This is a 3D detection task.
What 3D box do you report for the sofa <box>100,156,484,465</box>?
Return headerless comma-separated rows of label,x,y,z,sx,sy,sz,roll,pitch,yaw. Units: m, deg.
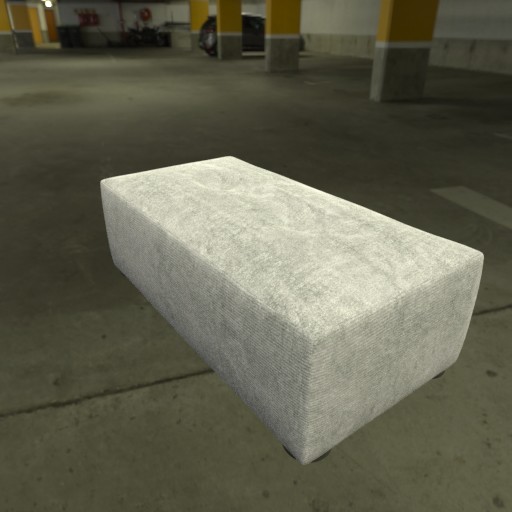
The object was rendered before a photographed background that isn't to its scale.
sofa,0.000,0.000,1.134,0.480,0.330,0.930,-19,33,-32
